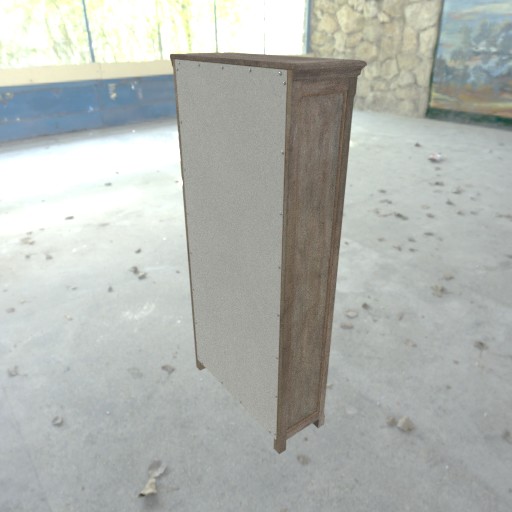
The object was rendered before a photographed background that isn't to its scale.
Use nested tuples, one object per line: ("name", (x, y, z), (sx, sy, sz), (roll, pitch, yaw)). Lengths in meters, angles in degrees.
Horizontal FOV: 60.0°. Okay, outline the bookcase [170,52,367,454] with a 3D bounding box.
("bookcase", (0.000, 0.000, 2.288), (0.348, 1.880, 0.906), (-19, 33, -33))
